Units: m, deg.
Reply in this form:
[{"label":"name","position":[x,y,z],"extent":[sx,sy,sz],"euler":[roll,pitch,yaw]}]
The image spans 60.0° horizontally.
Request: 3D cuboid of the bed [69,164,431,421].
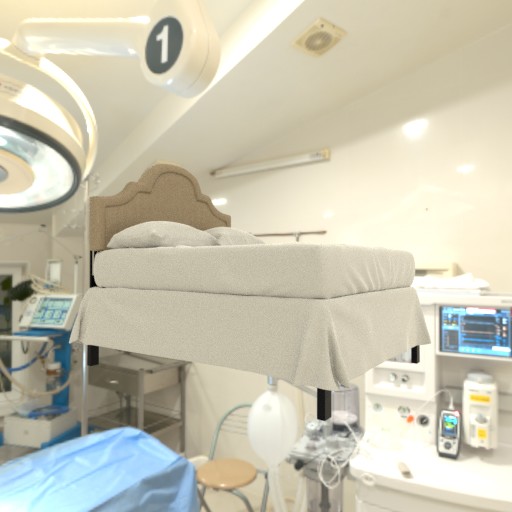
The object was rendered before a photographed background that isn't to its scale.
[{"label":"bed","position":[0.000,0.000,3.383],"extent":[2.222,1.634,1.780],"euler":[-1,-1,36]}]
